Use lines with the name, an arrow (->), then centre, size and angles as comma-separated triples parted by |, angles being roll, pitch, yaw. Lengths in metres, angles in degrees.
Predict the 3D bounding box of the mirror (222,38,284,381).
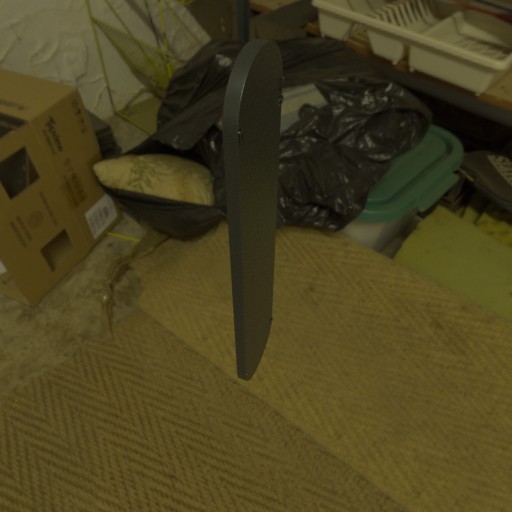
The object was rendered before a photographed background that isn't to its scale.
mirror -> 0.000, 0.000, 1.076 | 0.032, 0.991, 0.222 | 16, 48, 15
